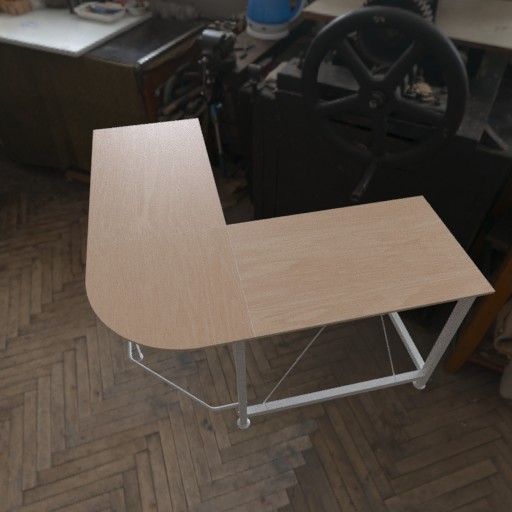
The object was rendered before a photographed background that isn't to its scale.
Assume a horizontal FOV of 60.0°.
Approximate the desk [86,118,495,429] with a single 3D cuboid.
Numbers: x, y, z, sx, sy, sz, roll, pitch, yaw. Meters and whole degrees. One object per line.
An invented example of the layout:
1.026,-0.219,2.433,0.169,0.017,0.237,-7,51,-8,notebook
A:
0.000,0.000,2.190,1.400,0.762,1.400,-9,47,-9,desk
